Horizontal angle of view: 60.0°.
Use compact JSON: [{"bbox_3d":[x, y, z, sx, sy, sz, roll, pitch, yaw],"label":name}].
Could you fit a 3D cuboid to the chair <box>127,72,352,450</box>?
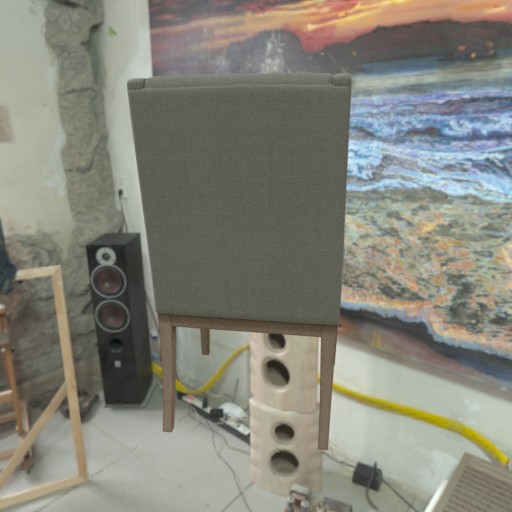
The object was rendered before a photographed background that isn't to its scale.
[{"bbox_3d":[0.000,0.000,1.419,0.575,1.021,0.611,3,16,9],"label":"chair"}]
